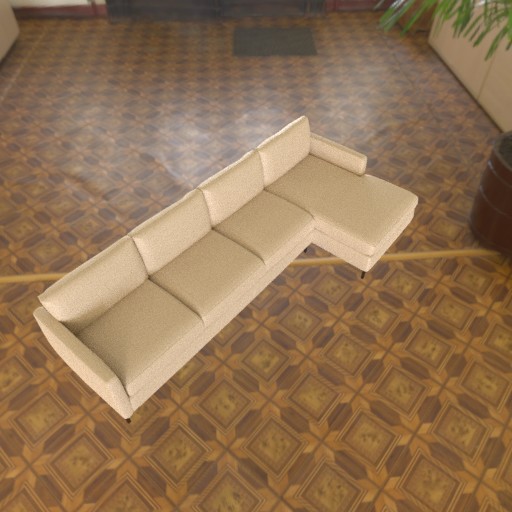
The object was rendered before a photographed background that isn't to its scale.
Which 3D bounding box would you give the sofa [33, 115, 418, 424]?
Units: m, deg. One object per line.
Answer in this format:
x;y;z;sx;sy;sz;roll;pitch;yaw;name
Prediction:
0.000;0.000;3.193;1.258;0.755;2.731;32;55;26;sofa
